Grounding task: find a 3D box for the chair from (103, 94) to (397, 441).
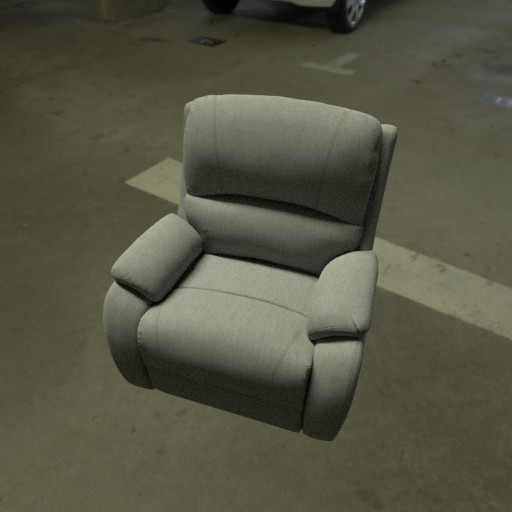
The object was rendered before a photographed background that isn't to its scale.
[{"bbox_3d":[0.000,0.000,1.726,0.930,1.011,0.899,11,41,13],"label":"chair"}]
